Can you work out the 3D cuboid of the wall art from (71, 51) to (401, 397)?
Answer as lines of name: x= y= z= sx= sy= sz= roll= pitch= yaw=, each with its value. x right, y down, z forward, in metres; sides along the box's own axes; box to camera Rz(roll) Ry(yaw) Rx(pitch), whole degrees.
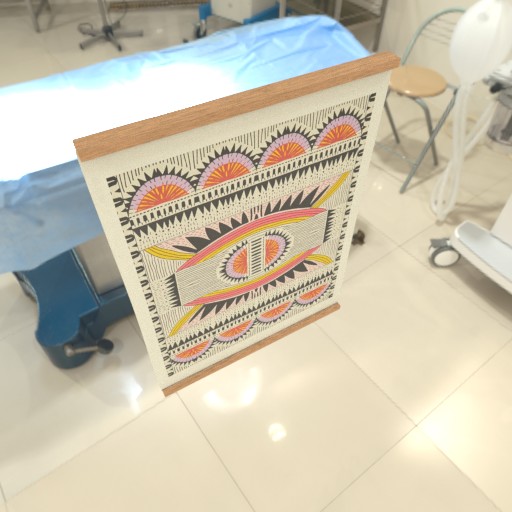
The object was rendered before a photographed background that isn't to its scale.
wall art: x=0.000 y=0.000 z=0.783 sx=0.456 sy=0.609 sz=0.028 roll=-23 pitch=52 yaw=-19
